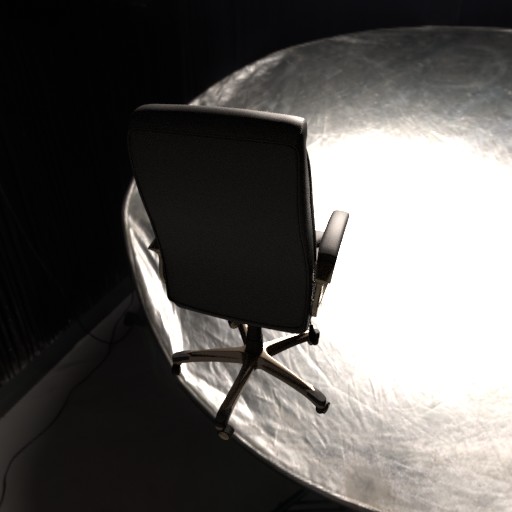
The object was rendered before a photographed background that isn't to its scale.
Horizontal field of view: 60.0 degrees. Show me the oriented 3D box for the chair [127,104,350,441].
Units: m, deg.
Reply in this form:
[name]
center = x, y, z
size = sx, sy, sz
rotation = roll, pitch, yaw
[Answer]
[chair]
center = 0.000, 0.000, 1.657
size = 0.694, 1.188, 0.748
rotation = 10, 32, 17
